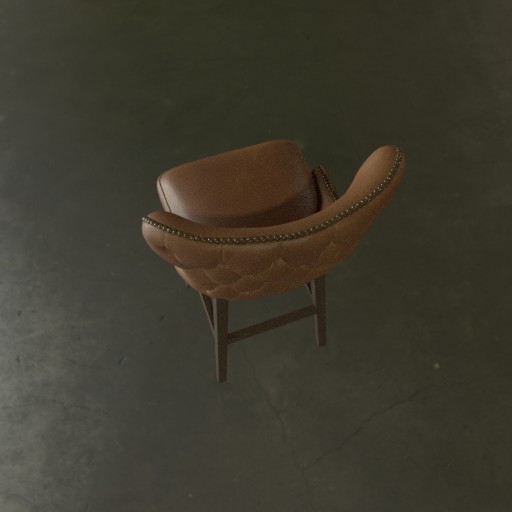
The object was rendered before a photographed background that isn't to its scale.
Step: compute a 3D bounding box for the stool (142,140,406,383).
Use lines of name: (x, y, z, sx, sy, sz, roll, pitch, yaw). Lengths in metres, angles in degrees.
stool: (0.000, 0.000, 1.433, 0.591, 1.087, 0.606, -18, 61, -10)
